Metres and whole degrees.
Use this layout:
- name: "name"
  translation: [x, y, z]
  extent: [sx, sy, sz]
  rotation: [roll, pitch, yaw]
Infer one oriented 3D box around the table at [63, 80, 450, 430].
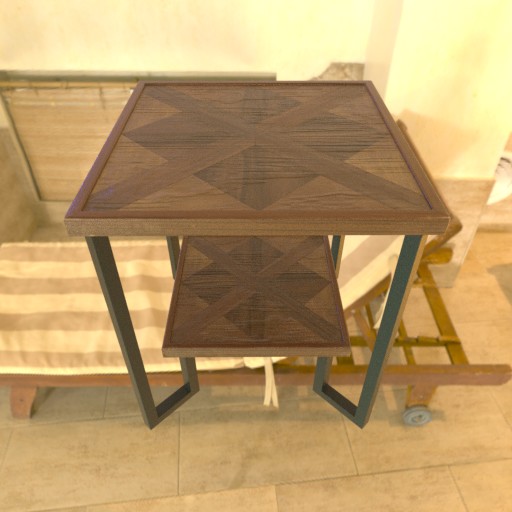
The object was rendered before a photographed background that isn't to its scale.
- name: "table"
  translation: [0.000, 0.000, 0.946]
  extent: [0.503, 0.563, 0.503]
  rotation: [0, 41, 0]
